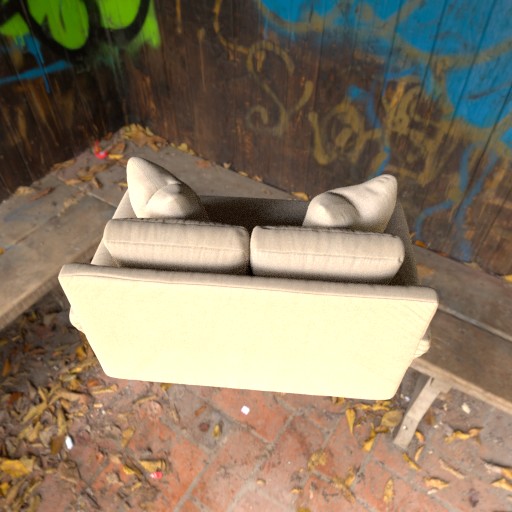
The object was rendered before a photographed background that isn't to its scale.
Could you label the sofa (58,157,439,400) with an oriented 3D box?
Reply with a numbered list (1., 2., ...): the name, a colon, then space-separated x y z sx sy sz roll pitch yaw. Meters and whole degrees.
1. sofa: 0.000 0.000 2.250 1.550 0.905 1.070 4 47 4
